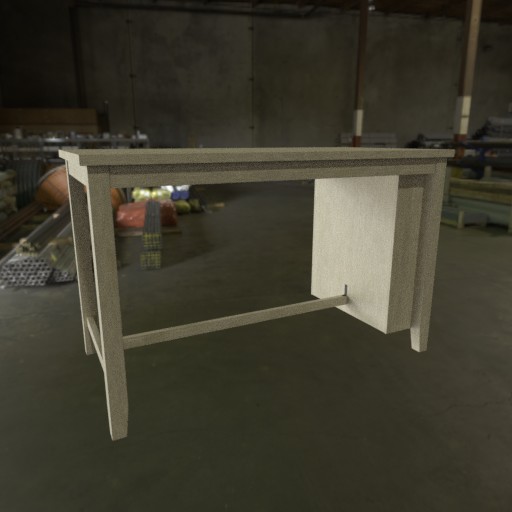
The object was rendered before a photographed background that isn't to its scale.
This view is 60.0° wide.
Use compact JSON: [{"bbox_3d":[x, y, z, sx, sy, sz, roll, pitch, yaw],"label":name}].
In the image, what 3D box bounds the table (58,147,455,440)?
[{"bbox_3d":[0.000,0.000,1.872,1.397,0.874,0.729,-7,16,-26],"label":"table"}]
